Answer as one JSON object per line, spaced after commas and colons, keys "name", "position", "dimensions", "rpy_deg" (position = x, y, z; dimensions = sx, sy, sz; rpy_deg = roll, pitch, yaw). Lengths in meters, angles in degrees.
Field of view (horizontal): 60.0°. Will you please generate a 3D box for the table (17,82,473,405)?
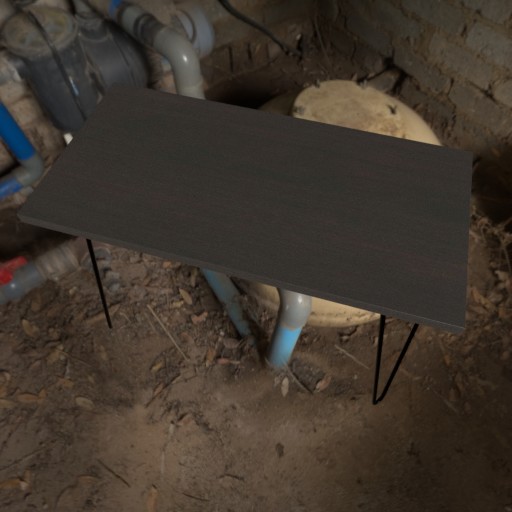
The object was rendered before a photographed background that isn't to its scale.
{"name": "table", "position": [0.000, 0.000, 1.340], "dimensions": [0.991, 0.660, 0.499], "rpy_deg": [14, 58, 9]}
